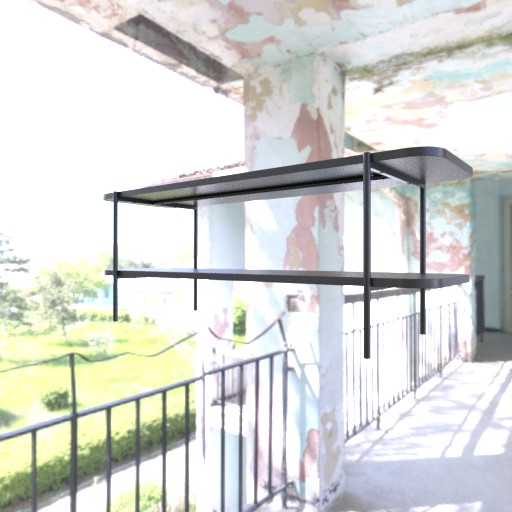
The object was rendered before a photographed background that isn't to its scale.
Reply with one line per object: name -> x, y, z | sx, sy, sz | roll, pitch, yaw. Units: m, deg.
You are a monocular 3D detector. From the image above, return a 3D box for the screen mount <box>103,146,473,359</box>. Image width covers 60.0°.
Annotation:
screen mount -> 0.000, 0.000, 1.393 | 1.200, 0.447, 0.400 | 0, 0, 38
